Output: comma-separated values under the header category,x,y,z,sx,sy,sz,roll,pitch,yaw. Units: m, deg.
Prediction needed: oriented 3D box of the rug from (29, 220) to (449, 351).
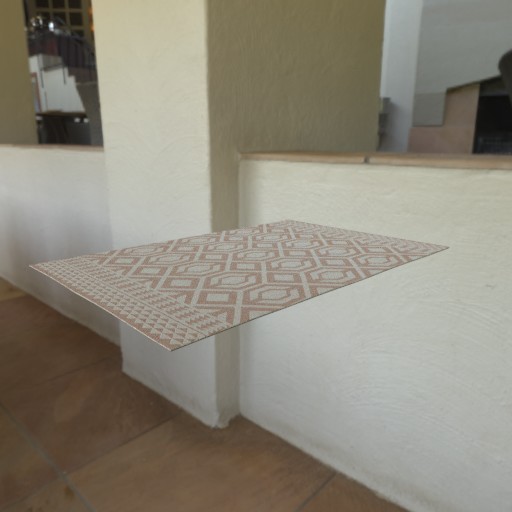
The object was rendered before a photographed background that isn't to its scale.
category,x,y,z,sx,sy,sz,roll,pitch,yaw
rug,0.000,0.000,2.296,1.829,0.008,1.219,-13,20,-42
